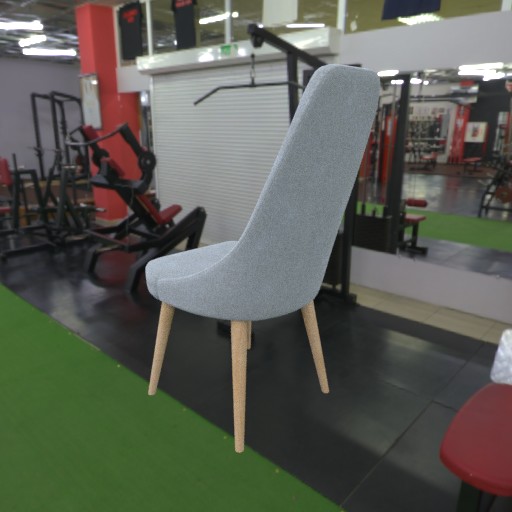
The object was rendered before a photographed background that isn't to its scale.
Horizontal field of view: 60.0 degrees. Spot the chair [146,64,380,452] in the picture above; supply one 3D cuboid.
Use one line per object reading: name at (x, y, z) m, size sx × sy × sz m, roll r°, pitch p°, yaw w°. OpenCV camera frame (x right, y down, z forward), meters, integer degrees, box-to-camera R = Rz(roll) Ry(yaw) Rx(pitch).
chair at (0.000, 0.000, 1.378) m, size 0.510 × 1.040 × 0.660 m, roll -16°, pitch 23°, yaw -43°
